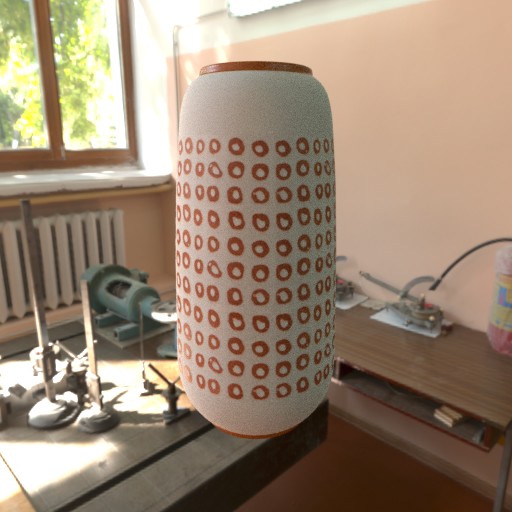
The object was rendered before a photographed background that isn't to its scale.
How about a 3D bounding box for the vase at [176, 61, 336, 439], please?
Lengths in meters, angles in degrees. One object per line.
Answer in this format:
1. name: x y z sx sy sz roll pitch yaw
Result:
1. vase: 0.000 0.000 0.361 0.133 0.282 0.133 0 15 0
